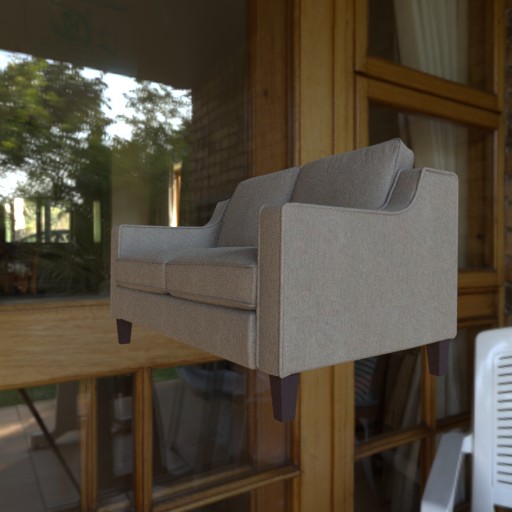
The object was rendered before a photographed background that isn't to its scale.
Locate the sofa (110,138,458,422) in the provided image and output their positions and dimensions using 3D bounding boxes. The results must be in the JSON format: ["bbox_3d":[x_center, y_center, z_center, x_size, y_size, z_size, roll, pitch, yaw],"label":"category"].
[{"bbox_3d":[0.000,0.000,2.147,0.985,0.981,1.503,0,1,-36],"label":"sofa"}]
